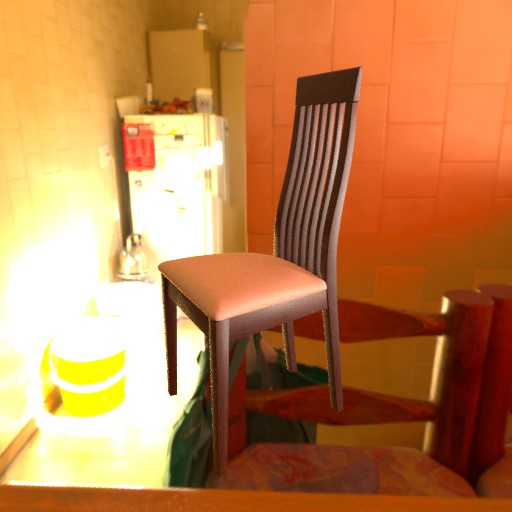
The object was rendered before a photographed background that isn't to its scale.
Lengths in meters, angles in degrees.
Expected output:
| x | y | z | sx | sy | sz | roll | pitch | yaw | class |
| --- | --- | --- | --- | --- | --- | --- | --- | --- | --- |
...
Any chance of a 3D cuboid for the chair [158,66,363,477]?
| x | y | z | sx | sy | sz | roll | pitch | yaw | class |
| --- | --- | --- | --- | --- | --- | --- | --- | --- | --- |
| 0.000 | 0.000 | 1.301 | 0.474 | 1.027 | 0.460 | -8 | 18 | -27 | chair |
